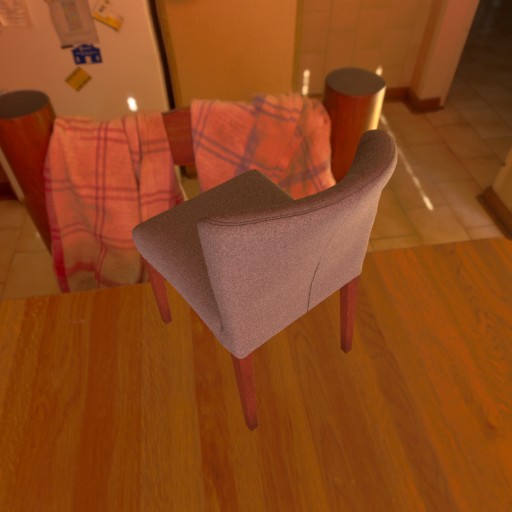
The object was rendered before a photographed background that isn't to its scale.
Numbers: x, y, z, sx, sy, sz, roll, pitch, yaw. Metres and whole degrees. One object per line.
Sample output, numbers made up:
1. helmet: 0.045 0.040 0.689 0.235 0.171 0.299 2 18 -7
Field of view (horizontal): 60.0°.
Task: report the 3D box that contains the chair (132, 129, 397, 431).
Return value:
1. chair: 0.000 0.000 1.243 0.491 0.839 0.592 -31 55 -25
